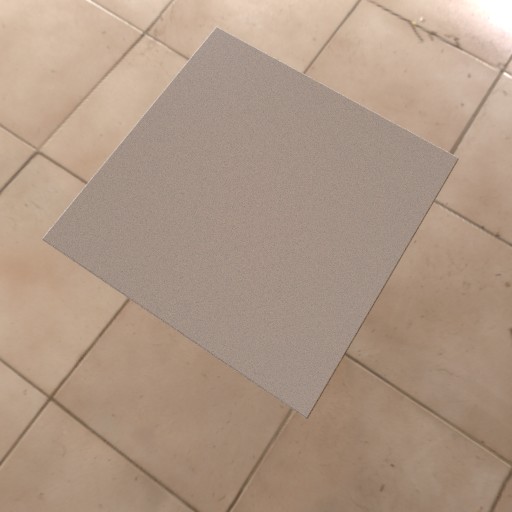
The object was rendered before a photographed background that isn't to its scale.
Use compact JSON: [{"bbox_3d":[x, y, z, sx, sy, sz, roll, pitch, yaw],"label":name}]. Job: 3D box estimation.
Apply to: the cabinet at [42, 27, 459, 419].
[{"bbox_3d":[0.000,0.000,1.172,0.547,0.775,0.544,32,77,9],"label":"cabinet"}]
